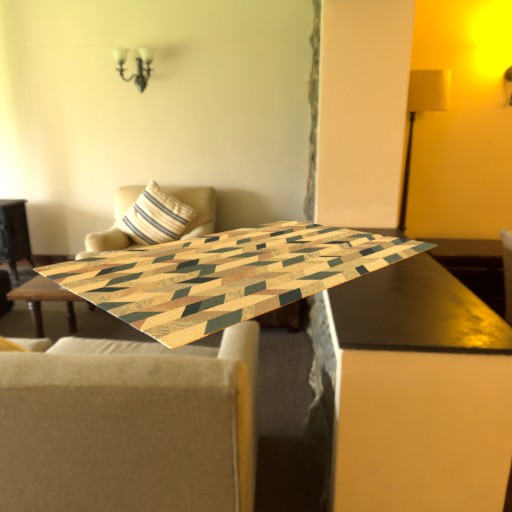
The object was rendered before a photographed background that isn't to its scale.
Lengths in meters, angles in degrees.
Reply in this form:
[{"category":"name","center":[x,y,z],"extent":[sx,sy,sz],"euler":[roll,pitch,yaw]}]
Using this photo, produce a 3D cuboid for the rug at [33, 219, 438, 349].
[{"category":"rug","center":[0.000,0.000,3.066],"extent":[2.423,0.008,1.513],"euler":[-14,21,-43]}]
